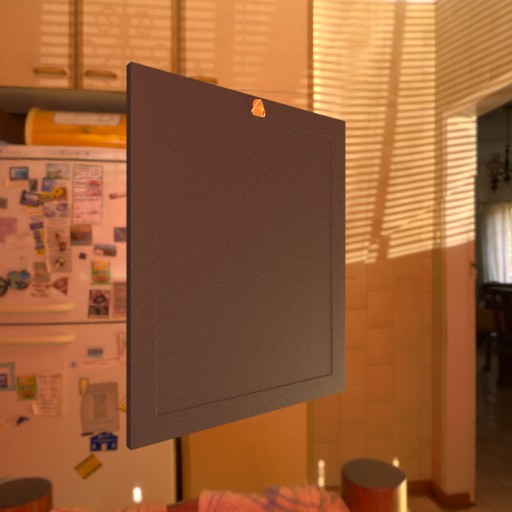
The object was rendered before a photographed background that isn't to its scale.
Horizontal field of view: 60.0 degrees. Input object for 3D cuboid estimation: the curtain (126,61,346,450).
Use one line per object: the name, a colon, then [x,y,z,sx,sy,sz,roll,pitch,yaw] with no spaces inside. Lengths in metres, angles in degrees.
curtain: [0.000,0.000,0.818,0.483,0.585,0.027,0,0,-38]
